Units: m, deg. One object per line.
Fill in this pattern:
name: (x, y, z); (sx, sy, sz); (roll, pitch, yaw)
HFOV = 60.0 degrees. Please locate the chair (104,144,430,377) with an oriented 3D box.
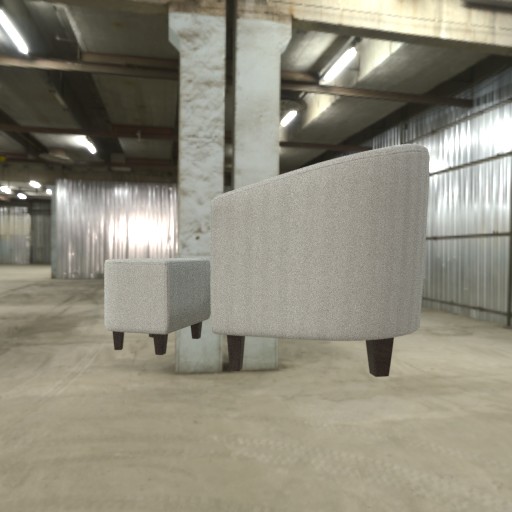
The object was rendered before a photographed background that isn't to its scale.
chair: (0.000, 0.000, 1.764); (1.288, 0.757, 0.756); (0, 1, 17)
